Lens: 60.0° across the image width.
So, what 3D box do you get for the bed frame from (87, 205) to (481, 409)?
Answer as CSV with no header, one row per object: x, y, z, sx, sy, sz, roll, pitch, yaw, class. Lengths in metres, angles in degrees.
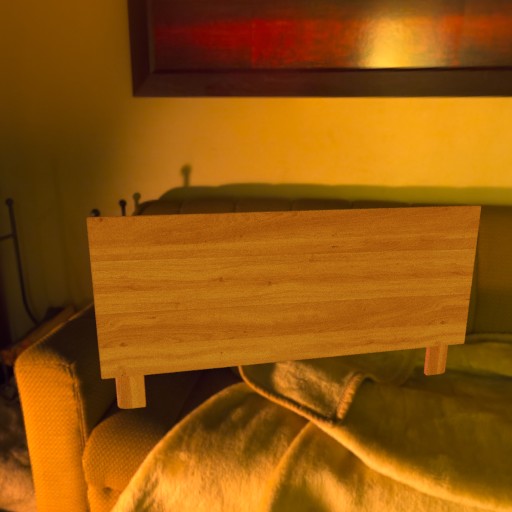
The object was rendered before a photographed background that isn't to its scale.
0.000,0.000,3.140,1.872,0.940,2.092,-3,14,-11,bed frame
